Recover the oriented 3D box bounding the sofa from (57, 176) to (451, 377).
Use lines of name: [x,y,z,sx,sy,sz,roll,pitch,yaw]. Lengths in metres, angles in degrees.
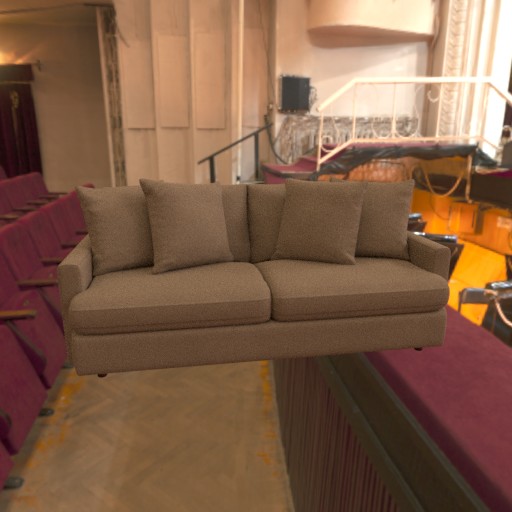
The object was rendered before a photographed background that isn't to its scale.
sofa: [0.000,0.000,3.069,2.380,1.084,1.228,-3,15,-9]
